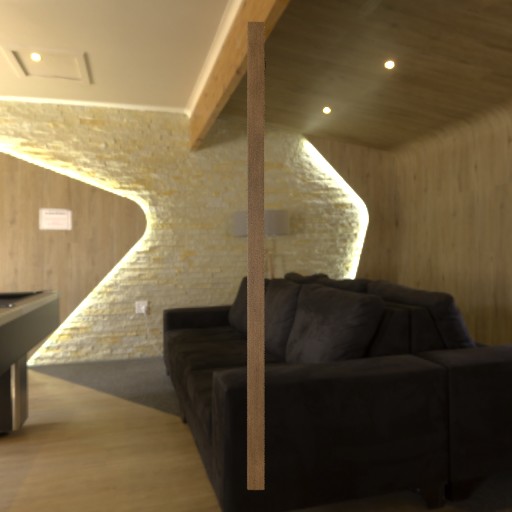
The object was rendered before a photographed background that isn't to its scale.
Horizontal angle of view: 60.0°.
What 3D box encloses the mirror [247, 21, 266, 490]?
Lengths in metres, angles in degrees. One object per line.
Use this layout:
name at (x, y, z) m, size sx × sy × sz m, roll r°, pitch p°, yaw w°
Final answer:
mirror at (0.000, 0.000, 1.342) m, size 0.041 × 1.016 × 0.762 m, roll 0°, pitch 0°, yaw 0°
